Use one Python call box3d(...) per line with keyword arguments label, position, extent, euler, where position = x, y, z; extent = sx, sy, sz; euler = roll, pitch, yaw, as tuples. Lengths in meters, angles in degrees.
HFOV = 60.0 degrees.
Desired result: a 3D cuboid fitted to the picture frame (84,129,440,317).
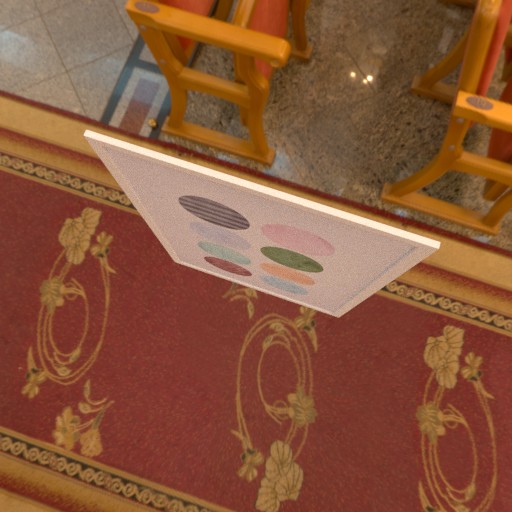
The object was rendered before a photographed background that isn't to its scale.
box3d(label="picture frame", position=(0.000, 0.000, 1.233), extent=(0.659, 0.940, 0.013), euler=(18, 76, 5))
